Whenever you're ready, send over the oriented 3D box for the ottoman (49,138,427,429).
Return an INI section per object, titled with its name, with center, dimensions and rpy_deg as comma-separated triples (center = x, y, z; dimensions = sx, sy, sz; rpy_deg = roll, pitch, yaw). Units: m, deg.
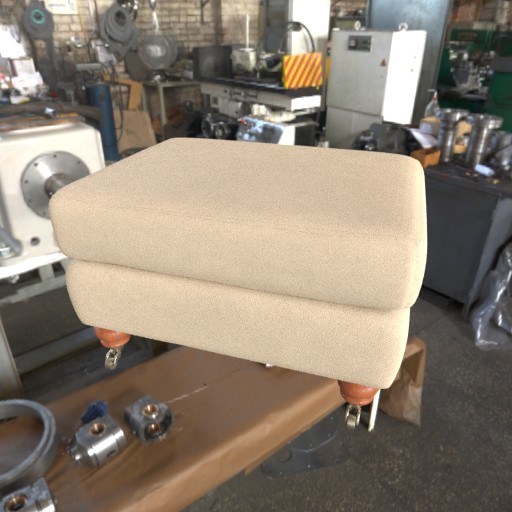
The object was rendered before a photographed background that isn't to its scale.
[ottoman]
center = 0.000, 0.000, 1.139
dimensions = 0.773, 0.504, 0.569
rpy_deg = 9, 29, 16
